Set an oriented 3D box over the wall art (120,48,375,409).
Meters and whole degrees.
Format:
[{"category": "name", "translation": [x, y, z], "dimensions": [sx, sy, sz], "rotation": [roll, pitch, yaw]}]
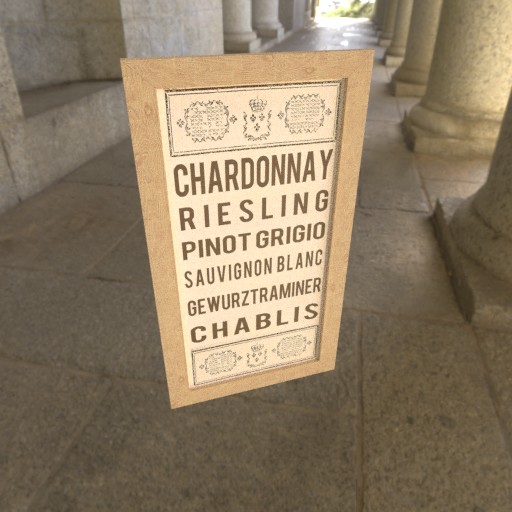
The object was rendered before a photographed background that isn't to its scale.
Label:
[{"category": "wall art", "translation": [0.000, 0.000, 0.817], "dimensions": [0.381, 0.683, 0.013], "rotation": [-9, 32, -15]}]
